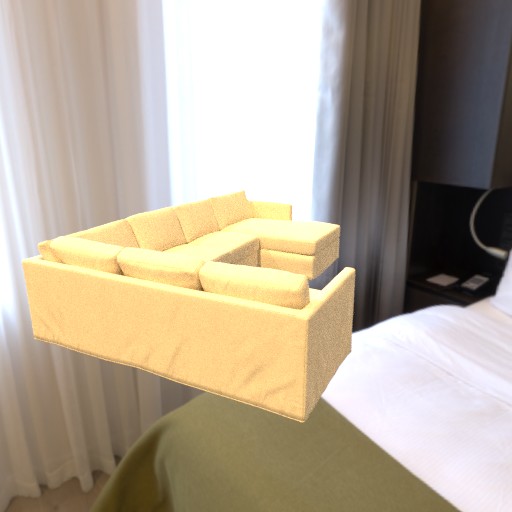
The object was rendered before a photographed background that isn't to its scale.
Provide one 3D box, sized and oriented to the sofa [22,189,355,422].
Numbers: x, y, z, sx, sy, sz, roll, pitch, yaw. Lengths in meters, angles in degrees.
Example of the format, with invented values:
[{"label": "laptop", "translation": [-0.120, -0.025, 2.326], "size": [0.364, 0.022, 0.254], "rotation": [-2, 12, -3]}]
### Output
[{"label": "sofa", "translation": [0.000, 0.000, 4.519], "size": [2.427, 0.882, 3.460], "rotation": [8, 18, 26]}]
